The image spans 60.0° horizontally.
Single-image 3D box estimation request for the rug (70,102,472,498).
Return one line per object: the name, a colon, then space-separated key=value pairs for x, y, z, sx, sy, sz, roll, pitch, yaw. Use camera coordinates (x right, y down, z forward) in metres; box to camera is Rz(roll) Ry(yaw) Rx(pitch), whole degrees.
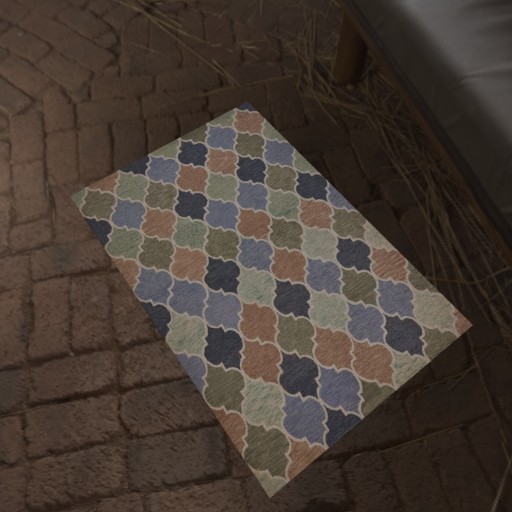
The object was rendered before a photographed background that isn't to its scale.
rug: x=0.000 y=0.000 z=2.859 sx=1.521 sy=0.006 sz=2.284 roll=-33 pitch=67 yaw=-16
